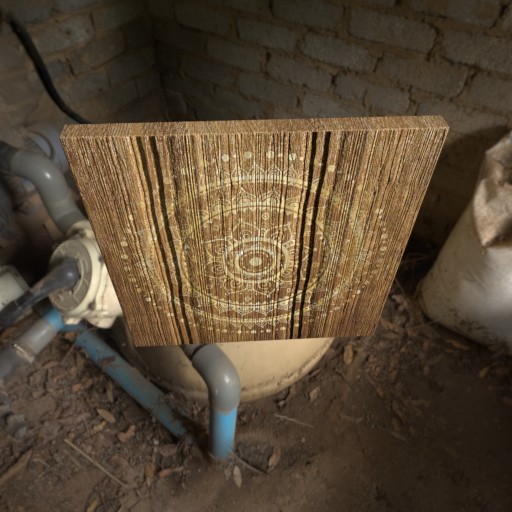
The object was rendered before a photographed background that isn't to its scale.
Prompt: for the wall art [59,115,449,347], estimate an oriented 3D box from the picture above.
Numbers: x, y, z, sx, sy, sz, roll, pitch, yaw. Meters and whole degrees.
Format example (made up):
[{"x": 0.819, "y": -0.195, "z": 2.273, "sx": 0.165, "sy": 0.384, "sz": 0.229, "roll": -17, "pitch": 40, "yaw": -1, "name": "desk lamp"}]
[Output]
[{"x": 0.000, "y": 0.000, "z": 0.920, "sx": 0.611, "sy": 0.608, "sz": 0.042, "roll": -3, "pitch": 47, "yaw": -2, "name": "wall art"}]
